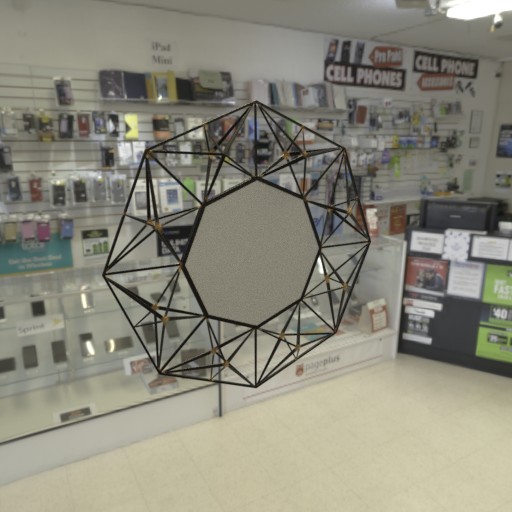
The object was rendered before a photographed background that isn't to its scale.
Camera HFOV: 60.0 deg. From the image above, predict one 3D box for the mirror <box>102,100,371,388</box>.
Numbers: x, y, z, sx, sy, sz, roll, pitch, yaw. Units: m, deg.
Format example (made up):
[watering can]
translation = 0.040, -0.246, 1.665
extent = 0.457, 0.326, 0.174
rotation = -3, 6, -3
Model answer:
[mirror]
translation = 0.000, 0.000, 1.067
extent = 0.710, 0.710, 0.094
rotation = -7, 16, -26
